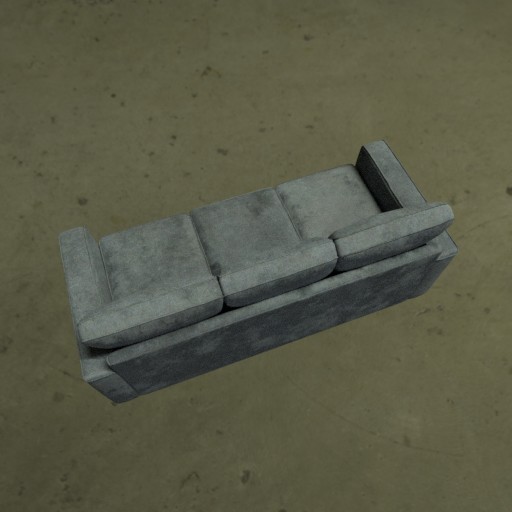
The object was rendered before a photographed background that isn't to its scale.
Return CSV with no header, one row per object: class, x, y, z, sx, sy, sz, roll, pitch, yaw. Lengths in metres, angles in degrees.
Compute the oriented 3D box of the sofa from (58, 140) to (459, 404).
sofa,0.000,0.000,2.671,2.133,0.965,0.939,-18,62,-10
